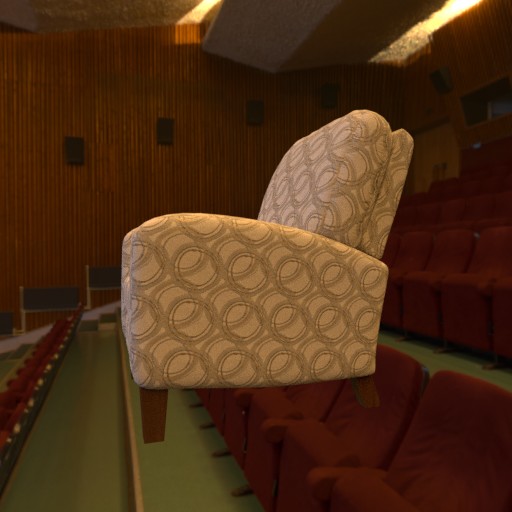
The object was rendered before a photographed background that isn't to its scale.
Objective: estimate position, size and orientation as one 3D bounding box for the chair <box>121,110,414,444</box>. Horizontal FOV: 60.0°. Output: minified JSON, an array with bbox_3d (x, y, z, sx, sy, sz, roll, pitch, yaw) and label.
[{"bbox_3d":[0.000,0.000,1.748,0.995,1.065,0.796,0,1,-19],"label":"chair"}]
